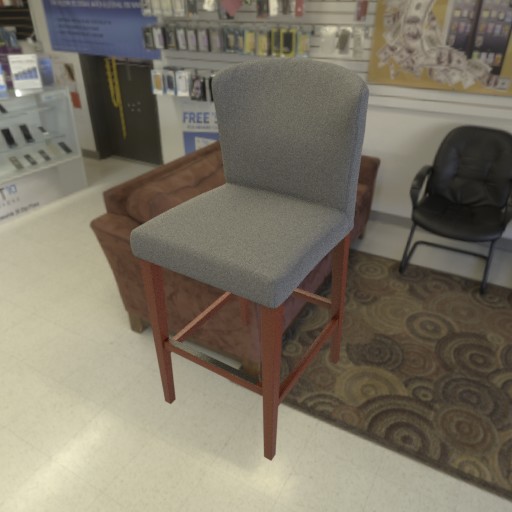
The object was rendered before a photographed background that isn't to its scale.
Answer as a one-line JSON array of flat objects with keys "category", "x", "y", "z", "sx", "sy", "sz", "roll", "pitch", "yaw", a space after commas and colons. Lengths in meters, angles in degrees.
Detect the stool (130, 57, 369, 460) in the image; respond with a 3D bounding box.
[{"category": "stool", "x": 0.000, "y": 0.000, "z": 1.369, "sx": 0.481, "sy": 1.069, "sz": 0.568, "roll": 18, "pitch": 35, "yaw": 27}]
